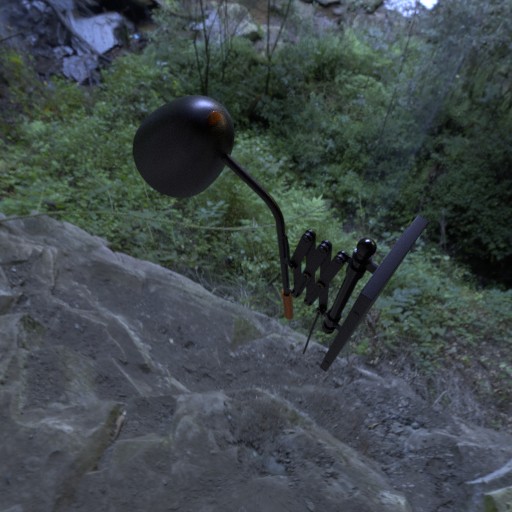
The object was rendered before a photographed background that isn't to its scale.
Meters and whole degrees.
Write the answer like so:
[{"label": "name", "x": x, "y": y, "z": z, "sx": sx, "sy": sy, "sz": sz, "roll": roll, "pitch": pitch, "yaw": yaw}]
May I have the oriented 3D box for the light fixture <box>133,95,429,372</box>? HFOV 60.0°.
[{"label": "light fixture", "x": 0.000, "y": 0.000, "z": 0.929, "sx": 0.499, "sy": 0.715, "sz": 0.162, "roll": 35, "pitch": 68, "yaw": 16}]
